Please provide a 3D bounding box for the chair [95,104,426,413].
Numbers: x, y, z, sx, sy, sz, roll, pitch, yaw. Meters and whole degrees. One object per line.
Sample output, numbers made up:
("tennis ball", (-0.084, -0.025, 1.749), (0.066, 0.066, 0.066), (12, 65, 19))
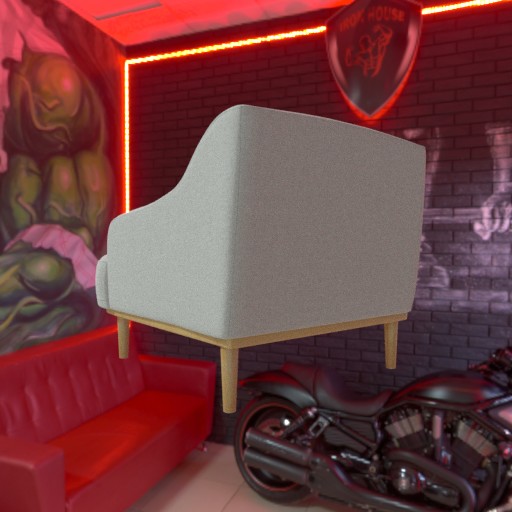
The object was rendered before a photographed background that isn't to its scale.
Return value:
("chair", (0.000, 0.000, 1.689), (0.946, 0.818, 0.951), (-1, 2, -37))
